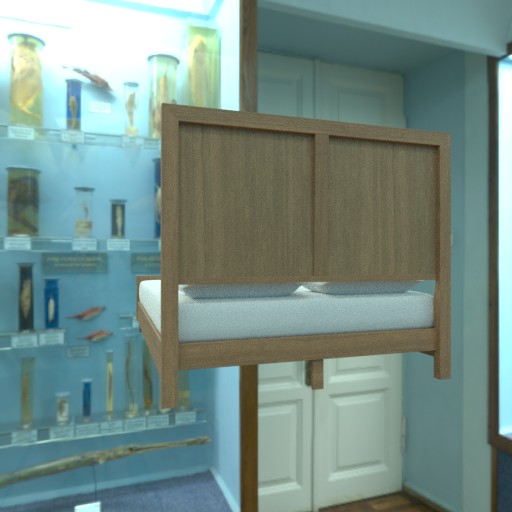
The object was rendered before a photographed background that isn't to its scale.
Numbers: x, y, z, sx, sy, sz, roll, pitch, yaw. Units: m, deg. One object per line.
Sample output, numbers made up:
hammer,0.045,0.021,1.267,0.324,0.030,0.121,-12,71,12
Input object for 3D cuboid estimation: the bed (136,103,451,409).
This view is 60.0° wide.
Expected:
bed,0.000,0.000,3.295,1.606,1.387,2.184,0,0,-18
